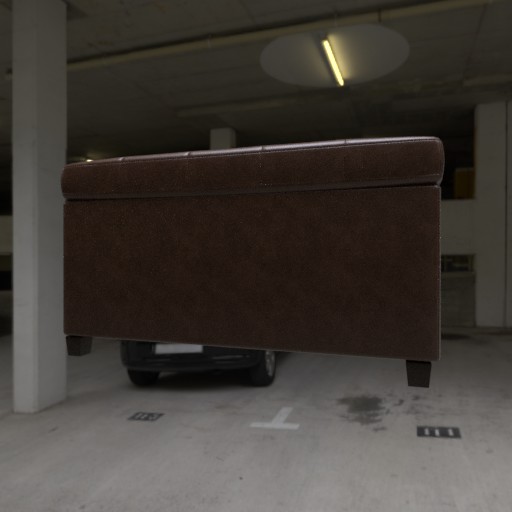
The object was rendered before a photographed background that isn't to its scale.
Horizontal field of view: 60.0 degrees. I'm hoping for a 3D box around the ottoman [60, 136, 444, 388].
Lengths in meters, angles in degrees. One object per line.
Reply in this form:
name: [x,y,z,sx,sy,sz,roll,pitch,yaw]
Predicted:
ottoman: [0.000,0.000,1.108,0.838,0.470,0.432,0,1,18]
